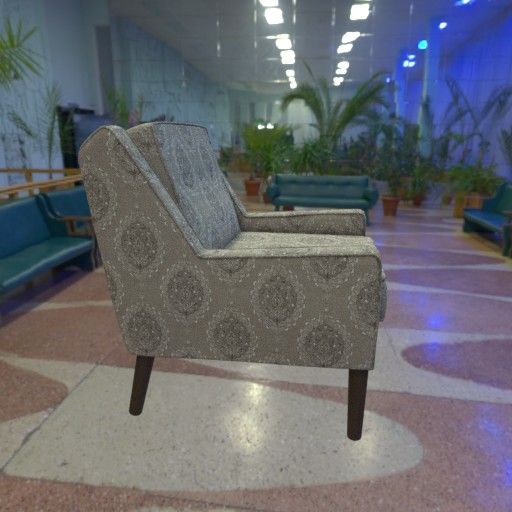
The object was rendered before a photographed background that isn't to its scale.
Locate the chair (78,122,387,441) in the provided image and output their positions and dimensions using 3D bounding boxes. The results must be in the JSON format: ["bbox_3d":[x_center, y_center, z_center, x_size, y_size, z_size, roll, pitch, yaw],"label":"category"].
[{"bbox_3d":[0.000,0.000,1.377,0.750,0.797,0.665,3,15,10],"label":"chair"}]
